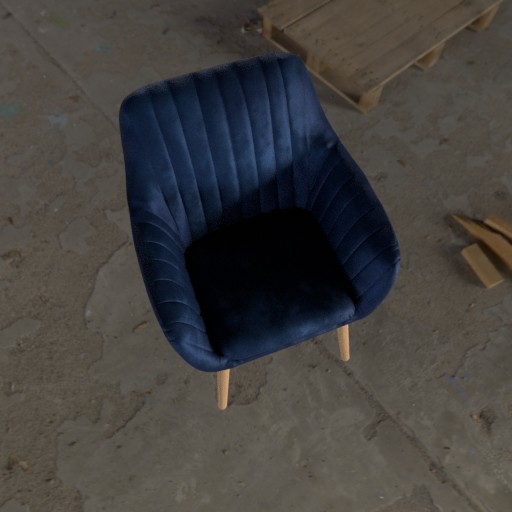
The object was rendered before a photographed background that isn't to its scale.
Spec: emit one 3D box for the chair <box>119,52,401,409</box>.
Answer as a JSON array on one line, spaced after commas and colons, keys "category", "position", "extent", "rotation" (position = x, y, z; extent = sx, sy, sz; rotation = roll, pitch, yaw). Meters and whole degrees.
[{"category": "chair", "position": [0.000, 0.000, 1.225], "extent": [0.578, 0.826, 0.573], "rotation": [-19, 64, -9]}]
